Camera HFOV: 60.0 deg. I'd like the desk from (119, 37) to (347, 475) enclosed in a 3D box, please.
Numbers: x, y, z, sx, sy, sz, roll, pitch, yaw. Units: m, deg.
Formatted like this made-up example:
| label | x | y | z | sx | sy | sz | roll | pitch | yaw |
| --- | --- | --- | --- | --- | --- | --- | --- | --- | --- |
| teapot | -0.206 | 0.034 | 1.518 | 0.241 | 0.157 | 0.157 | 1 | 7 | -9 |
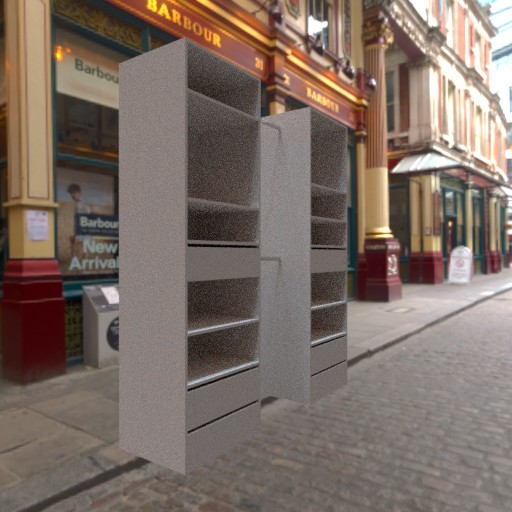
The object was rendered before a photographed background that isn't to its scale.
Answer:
| label | x | y | z | sx | sy | sz | roll | pitch | yaw |
| --- | --- | --- | --- | --- | --- | --- | --- | --- | --- |
| desk | 0.000 | 0.000 | 2.882 | 0.480 | 2.000 | 1.770 | 0 | 0 | 36 |
